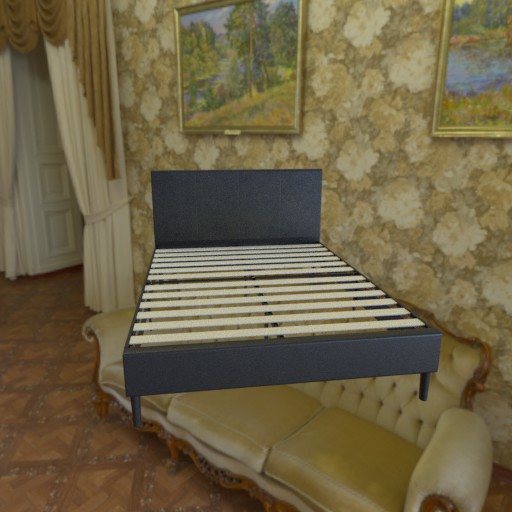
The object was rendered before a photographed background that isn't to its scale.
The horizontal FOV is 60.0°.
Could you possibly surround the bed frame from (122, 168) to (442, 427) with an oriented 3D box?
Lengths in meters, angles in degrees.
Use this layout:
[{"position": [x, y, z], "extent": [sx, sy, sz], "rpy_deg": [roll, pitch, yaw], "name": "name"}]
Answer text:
[{"position": [0.000, 0.000, 3.279], "extent": [1.634, 1.127, 2.318], "rpy_deg": [-2, 15, -8], "name": "bed frame"}]
